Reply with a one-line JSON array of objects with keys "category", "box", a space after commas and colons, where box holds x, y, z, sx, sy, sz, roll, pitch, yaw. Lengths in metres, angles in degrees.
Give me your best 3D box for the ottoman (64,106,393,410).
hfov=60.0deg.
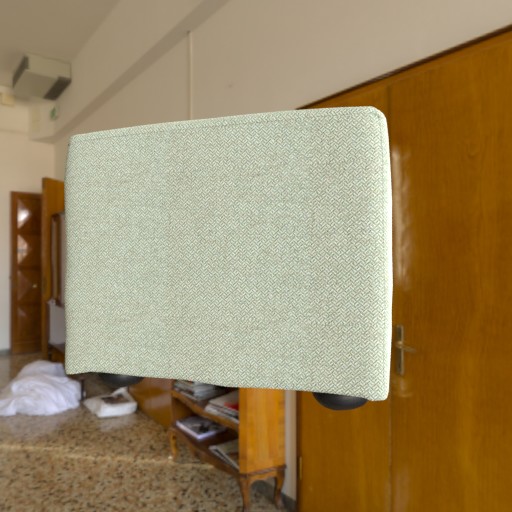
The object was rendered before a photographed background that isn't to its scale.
[{"category": "ottoman", "box": [0.000, 0.000, 0.889, 0.521, 0.453, 0.512, 0, 0, 17]}]
